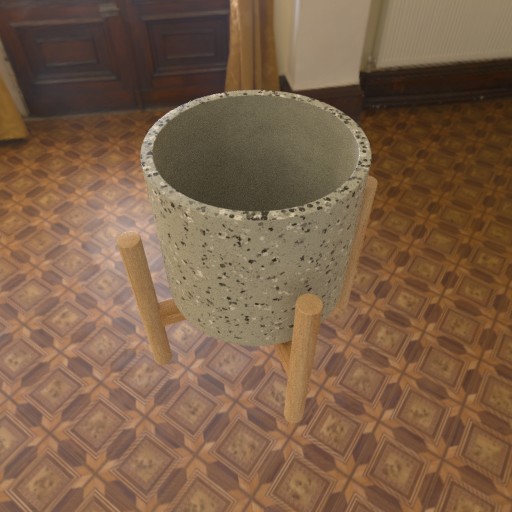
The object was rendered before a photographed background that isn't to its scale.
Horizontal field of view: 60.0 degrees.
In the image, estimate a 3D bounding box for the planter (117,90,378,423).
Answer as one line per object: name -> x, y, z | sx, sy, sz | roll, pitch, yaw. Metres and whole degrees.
planter -> 0.000, 0.000, 0.549 | 0.284, 0.320, 0.284 | 2, 47, 2
